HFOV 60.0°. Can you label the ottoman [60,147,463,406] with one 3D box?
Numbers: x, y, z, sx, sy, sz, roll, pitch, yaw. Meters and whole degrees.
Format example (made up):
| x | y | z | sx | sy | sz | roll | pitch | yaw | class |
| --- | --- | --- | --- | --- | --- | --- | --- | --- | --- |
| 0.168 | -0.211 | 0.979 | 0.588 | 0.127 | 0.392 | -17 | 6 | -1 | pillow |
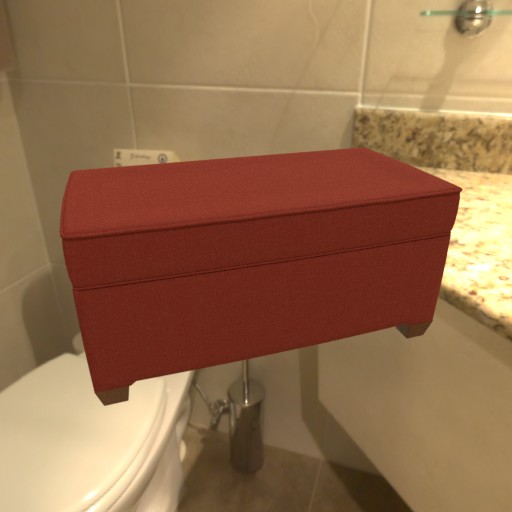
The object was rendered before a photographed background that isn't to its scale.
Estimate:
| x | y | z | sx | sy | sz | roll | pitch | yaw | class |
| --- | --- | --- | --- | --- | --- | --- | --- | --- | --- |
| 0.000 | 0.000 | 1.252 | 0.948 | 0.454 | 0.497 | -8 | 28 | -16 | ottoman |
